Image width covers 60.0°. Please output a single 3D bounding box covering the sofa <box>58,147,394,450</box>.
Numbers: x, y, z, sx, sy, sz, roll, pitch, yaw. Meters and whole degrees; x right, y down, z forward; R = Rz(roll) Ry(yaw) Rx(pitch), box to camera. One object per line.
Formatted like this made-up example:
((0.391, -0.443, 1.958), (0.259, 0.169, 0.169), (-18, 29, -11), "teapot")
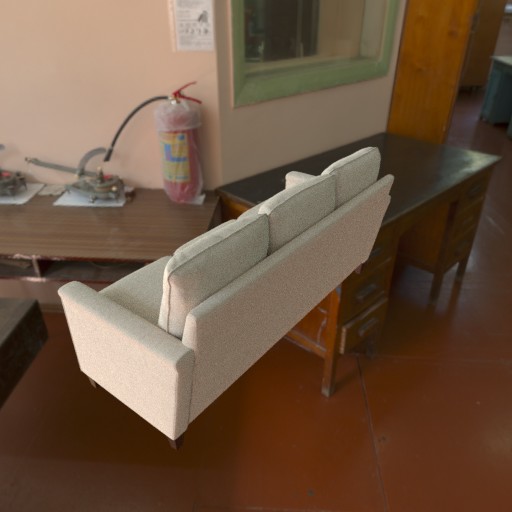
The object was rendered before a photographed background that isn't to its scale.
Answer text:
((0.000, 0.000, 2.503), (0.828, 0.961, 1.925), (22, 37, 32), "sofa")
